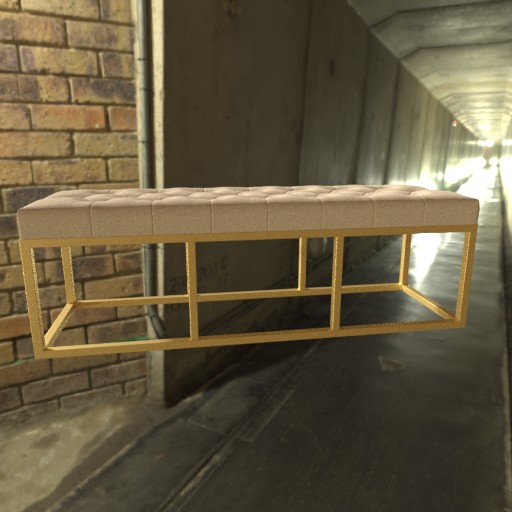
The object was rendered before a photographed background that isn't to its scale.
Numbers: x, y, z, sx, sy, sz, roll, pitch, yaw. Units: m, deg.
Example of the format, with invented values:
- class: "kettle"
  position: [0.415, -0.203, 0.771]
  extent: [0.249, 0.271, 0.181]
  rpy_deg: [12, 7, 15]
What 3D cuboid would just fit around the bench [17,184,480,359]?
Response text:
- class: "bench"
  position: [0.000, 0.000, 1.651]
  extent: [1.473, 0.484, 0.457]
  rpy_deg: [-2, 15, -9]
